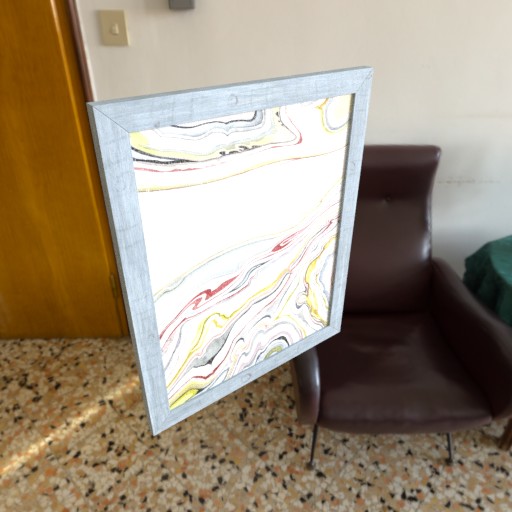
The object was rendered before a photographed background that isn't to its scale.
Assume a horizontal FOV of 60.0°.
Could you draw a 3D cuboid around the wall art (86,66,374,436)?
[{"bbox_3d":[0.000,0.000,0.784,0.479,0.582,0.022,-21,37,-31],"label":"wall art"}]
